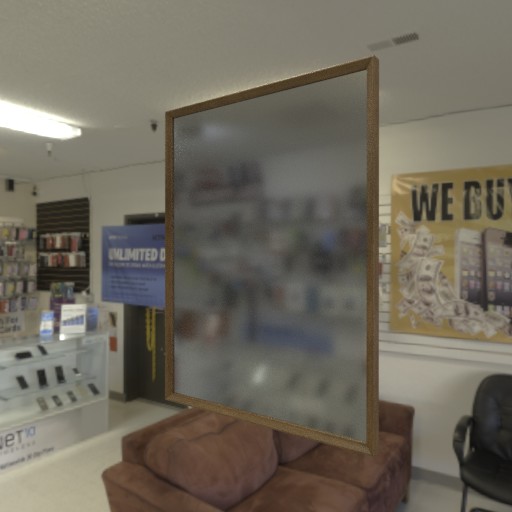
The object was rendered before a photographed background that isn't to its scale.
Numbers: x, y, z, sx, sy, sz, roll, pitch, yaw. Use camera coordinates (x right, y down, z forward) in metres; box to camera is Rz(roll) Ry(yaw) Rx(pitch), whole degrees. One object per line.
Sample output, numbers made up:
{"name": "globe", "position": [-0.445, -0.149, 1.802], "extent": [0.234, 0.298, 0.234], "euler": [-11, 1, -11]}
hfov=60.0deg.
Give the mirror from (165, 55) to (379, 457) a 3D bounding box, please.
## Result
{"name": "mirror", "position": [0.000, 0.000, 1.358], "extent": [0.762, 1.016, 0.041], "euler": [0, 0, 36]}
